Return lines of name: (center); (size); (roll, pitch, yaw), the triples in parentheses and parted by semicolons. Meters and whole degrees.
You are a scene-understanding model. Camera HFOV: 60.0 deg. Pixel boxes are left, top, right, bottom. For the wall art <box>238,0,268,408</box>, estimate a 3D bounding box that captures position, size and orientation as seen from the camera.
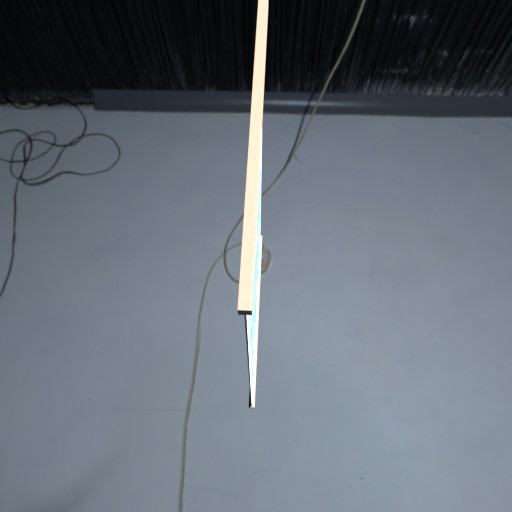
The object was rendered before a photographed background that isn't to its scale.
wall art: (0.000, 0.000, 1.804); (0.030, 1.519, 0.990); (2, 64, 1)
